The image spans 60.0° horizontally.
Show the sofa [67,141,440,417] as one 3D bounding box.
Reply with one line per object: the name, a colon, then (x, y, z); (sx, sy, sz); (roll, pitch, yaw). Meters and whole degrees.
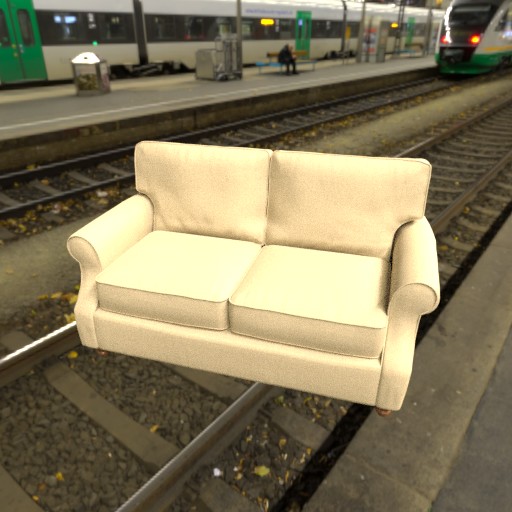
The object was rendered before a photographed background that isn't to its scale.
sofa: (0.000, 0.000, 2.204); (1.665, 0.937, 0.964); (8, 28, 15)
